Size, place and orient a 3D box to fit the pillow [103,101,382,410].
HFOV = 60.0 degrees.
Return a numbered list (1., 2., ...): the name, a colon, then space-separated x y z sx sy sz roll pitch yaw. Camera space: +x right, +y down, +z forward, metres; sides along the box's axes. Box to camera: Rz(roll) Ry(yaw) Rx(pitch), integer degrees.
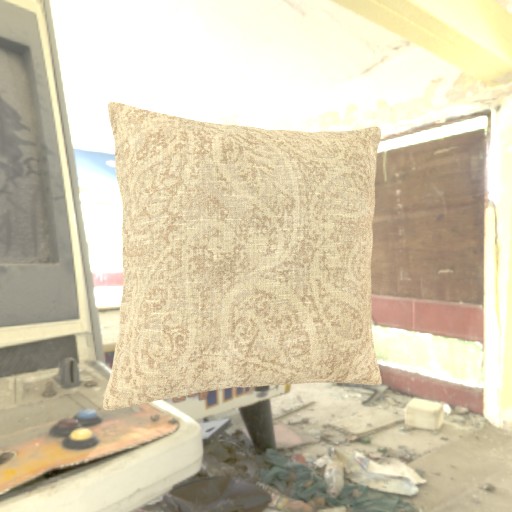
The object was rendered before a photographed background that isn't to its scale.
1. pillow: 0.000 0.000 0.801 0.523 0.510 0.166 0 1 -18
